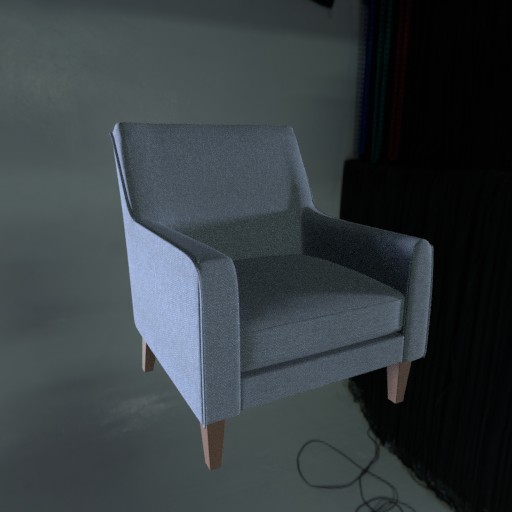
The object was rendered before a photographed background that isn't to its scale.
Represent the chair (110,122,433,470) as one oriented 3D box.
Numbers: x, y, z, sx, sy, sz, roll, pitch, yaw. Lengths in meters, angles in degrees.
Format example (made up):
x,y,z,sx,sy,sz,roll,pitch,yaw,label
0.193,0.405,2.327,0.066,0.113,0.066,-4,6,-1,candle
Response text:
x,y,z,sx,sy,sz,roll,pitch,yaw,label
0.000,0.000,1.557,0.780,0.919,0.899,-7,16,-27,chair
